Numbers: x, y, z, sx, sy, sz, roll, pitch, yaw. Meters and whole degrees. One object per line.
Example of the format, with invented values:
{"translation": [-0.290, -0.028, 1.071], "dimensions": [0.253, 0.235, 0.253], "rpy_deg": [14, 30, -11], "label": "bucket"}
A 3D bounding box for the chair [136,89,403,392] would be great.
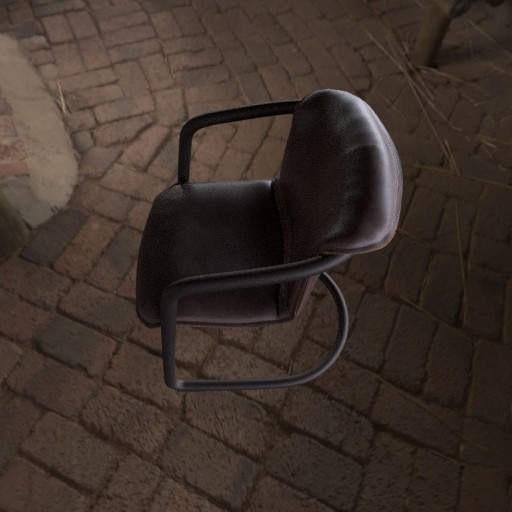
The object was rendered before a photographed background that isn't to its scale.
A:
{"translation": [0.000, 0.000, 1.269], "dimensions": [0.664, 0.836, 0.536], "rpy_deg": [-1, 57, 0], "label": "chair"}
